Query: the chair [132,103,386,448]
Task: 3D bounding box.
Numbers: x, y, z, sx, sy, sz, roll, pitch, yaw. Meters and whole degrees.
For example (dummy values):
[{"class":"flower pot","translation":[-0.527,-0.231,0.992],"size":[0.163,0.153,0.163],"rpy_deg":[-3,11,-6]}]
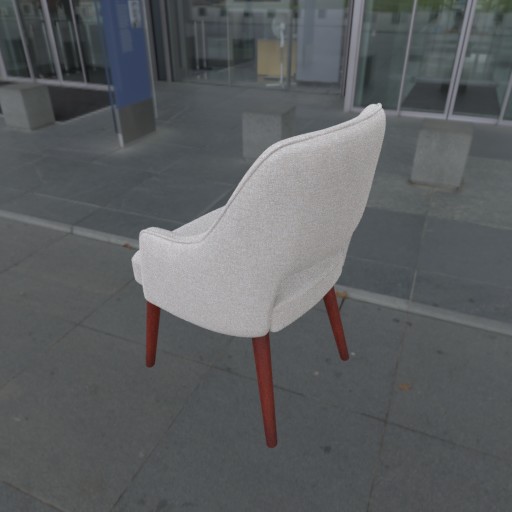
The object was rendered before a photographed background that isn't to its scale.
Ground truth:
[{"class":"chair","translation":[0.000,0.000,1.247],"size":[0.580,0.840,0.560],"rpy_deg":[22,37,32]}]
